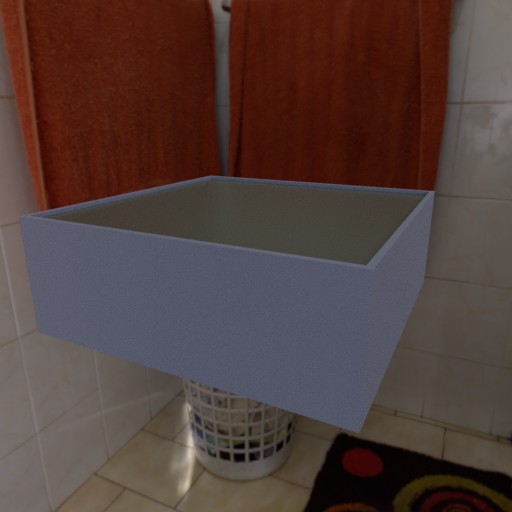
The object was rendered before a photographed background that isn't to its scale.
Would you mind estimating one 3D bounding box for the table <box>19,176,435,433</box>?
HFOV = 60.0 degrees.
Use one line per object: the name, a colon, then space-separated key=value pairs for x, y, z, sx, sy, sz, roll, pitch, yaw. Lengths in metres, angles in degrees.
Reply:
table: x=0.000 y=0.000 z=1.217 sx=0.801 sy=0.299 sz=0.801 roll=9 pitch=20 yaw=26
